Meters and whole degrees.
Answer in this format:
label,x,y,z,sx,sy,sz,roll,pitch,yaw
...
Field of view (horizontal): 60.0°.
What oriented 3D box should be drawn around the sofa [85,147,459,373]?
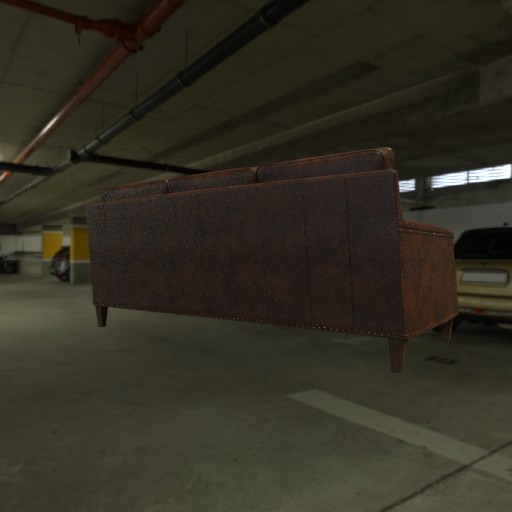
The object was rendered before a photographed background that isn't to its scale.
label,x,y,z,sx,sy,sz,roll,pitch,yaw
sofa,0.000,0.000,2.865,2.240,1.003,1.084,0,0,36
